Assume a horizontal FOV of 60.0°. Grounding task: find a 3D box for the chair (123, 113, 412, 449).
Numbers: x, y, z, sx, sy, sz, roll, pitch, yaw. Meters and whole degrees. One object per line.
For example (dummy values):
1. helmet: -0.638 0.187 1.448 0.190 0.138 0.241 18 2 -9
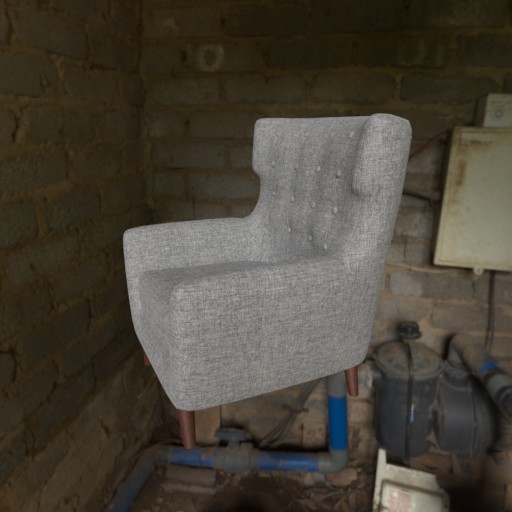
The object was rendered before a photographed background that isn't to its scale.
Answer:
1. chair: 0.000 0.000 1.759 0.904 1.063 0.878 -8 18 -25
